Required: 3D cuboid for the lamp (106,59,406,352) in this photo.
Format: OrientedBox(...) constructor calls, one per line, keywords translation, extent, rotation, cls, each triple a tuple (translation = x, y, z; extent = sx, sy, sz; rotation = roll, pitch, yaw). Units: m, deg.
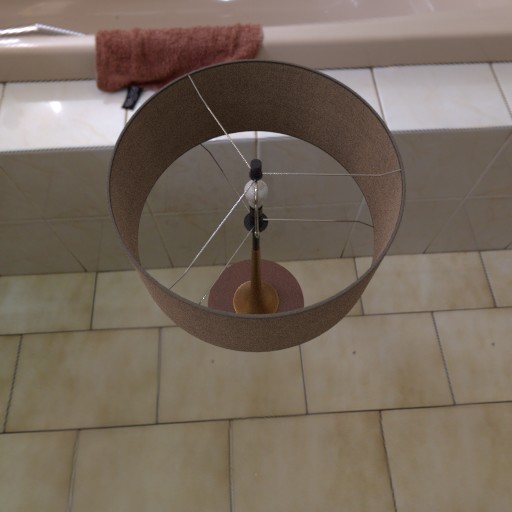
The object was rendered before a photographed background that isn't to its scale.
OrientedBox(translation=(0.000, 0.000, 0.829), extent=(0.396, 0.551, 0.417), rotation=(-1, 64, 0), cls="lamp")
